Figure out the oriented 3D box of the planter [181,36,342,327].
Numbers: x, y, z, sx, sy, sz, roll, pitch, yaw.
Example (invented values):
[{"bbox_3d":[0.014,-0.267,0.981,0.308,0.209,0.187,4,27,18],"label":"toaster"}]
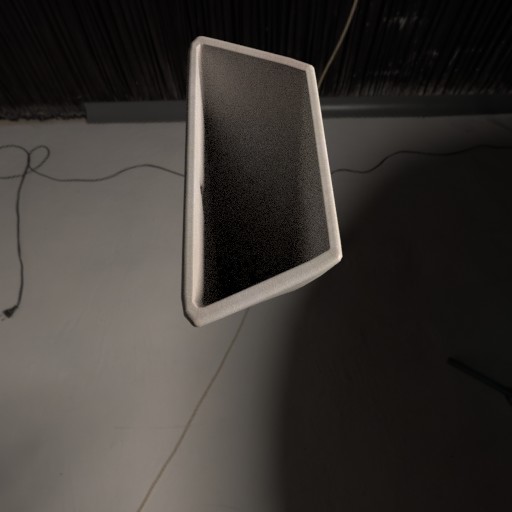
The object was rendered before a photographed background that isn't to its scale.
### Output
[{"bbox_3d":[0.000,0.000,0.276,0.060,0.197,0.150,-2,64,-1],"label":"planter"}]
